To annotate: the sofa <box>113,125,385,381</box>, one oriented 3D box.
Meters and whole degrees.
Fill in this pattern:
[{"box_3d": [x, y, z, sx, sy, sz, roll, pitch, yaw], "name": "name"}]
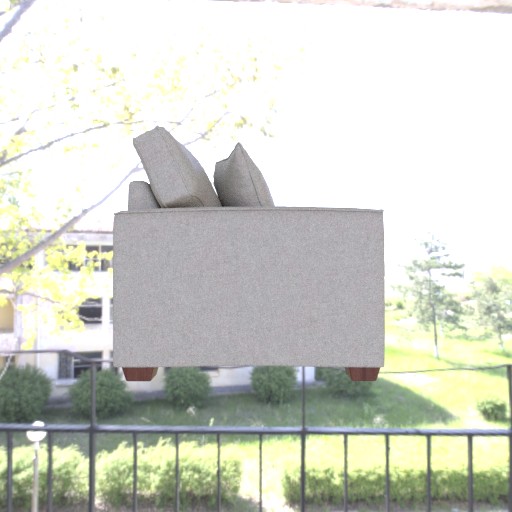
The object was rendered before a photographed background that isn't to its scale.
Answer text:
[{"box_3d": [0.000, 0.000, 2.766, 1.061, 0.962, 2.317, 0, -1, 0], "name": "sofa"}]
